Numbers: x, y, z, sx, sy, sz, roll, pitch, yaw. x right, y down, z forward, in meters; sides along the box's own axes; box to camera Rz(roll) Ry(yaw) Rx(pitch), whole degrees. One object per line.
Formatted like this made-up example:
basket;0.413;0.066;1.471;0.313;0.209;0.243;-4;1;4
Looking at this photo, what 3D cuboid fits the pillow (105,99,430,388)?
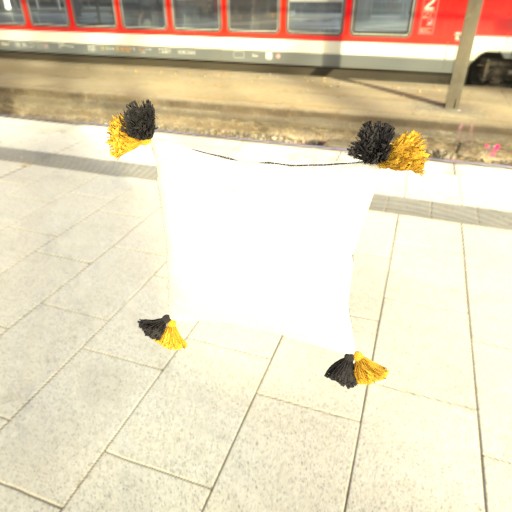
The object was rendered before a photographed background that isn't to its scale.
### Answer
pillow;0.000;0.000;0.986;0.654;0.659;0.139;9;33;15
